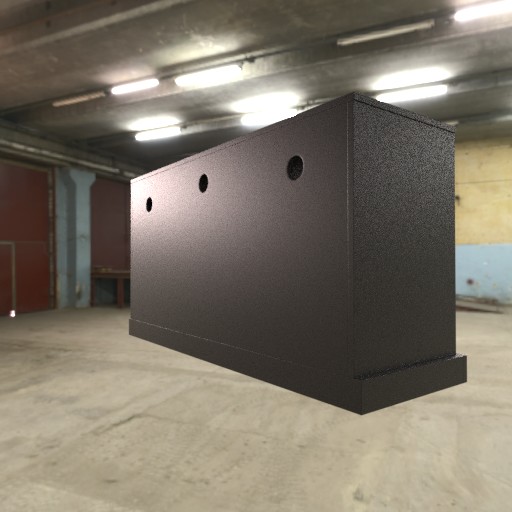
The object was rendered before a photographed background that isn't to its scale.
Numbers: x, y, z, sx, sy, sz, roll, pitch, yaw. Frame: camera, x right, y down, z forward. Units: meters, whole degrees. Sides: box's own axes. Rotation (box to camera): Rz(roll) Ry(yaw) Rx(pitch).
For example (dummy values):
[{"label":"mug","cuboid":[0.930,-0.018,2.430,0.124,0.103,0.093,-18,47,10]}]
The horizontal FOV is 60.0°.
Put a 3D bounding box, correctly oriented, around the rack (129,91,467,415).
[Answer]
[{"label":"rack","cuboid":[0.000,0.000,1.463,0.399,0.635,1.206,1,-1,-37]}]
